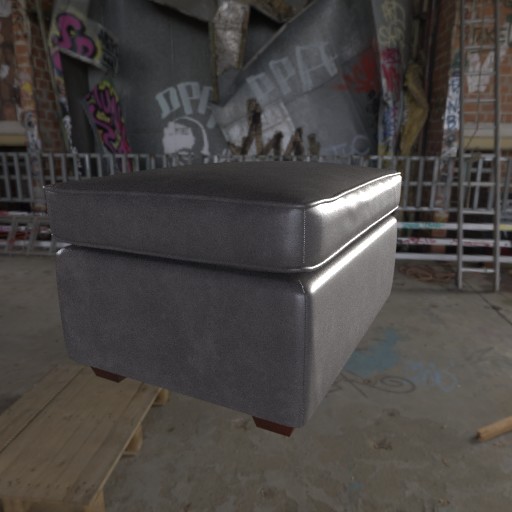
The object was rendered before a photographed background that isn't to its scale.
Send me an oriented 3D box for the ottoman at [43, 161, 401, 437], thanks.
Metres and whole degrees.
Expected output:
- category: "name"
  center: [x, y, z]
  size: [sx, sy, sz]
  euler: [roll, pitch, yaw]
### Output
- category: "ottoman"
  center: [0.000, 0.000, 1.082]
  size: [0.554, 0.445, 0.756]
  euler: [7, 16, 26]
